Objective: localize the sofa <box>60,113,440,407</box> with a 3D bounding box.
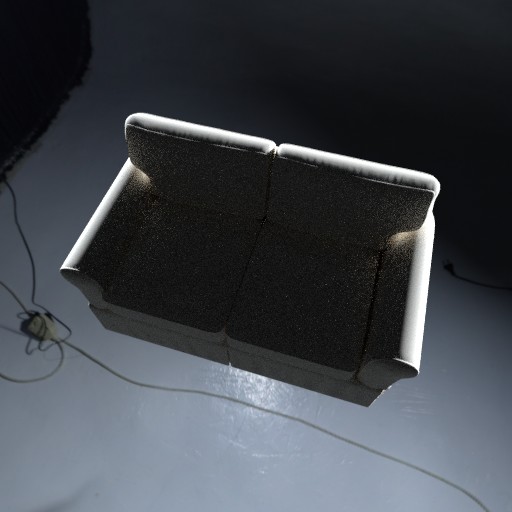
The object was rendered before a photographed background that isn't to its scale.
[{"bbox_3d":[0.000,0.000,2.367,1.727,0.940,0.991,14,59,9],"label":"sofa"}]
